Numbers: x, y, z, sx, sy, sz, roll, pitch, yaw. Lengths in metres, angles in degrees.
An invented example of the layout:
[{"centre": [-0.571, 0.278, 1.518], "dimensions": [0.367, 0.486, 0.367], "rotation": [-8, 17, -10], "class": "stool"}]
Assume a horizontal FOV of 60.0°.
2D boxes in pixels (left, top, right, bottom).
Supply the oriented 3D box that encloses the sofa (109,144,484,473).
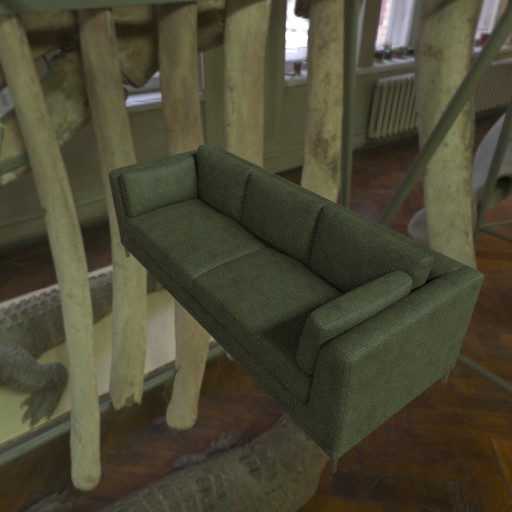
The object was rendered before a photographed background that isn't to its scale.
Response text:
[{"centre": [0.000, 0.000, 2.878], "dimensions": [0.969, 0.867, 2.415], "rotation": [-22, 38, -31], "class": "sofa"}]
